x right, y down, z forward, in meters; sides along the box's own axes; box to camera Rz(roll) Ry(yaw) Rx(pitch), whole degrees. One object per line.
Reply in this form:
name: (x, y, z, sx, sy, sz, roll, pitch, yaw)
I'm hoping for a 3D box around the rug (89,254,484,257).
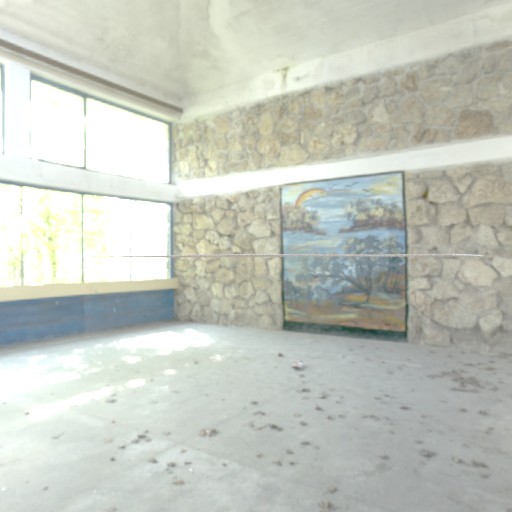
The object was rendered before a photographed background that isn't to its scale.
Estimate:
rug: (0.000, 0.000, 2.639, 2.346, 0.013, 0.712, 0, -1, 36)
